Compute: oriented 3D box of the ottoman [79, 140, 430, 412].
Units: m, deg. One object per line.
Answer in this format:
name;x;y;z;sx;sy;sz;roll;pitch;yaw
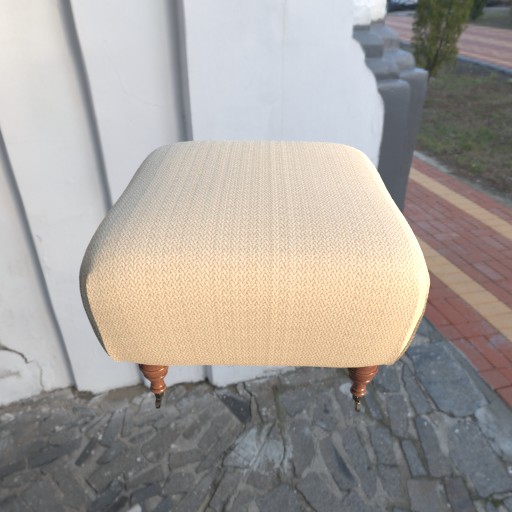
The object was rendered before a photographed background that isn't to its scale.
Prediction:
ottoman;0.000;0.000;1.080;0.622;0.447;0.684;1;32;1
